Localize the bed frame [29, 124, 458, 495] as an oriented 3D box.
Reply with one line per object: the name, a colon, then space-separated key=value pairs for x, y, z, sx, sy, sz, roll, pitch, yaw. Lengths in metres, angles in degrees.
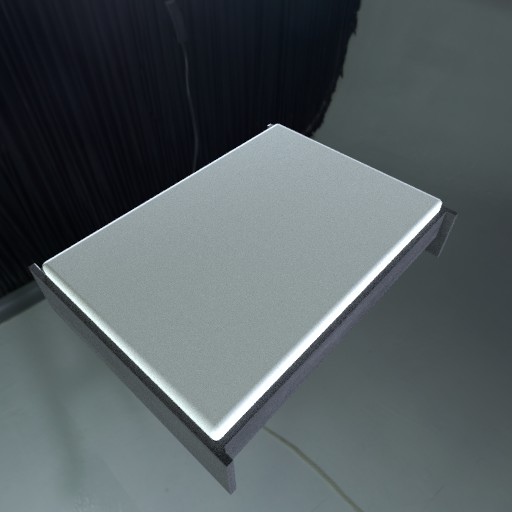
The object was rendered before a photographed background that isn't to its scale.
bed frame: x=0.000 y=0.000 z=2.604 sx=1.490 sy=0.432 sz=1.950 roll=34 pitch=55 yaw=27
